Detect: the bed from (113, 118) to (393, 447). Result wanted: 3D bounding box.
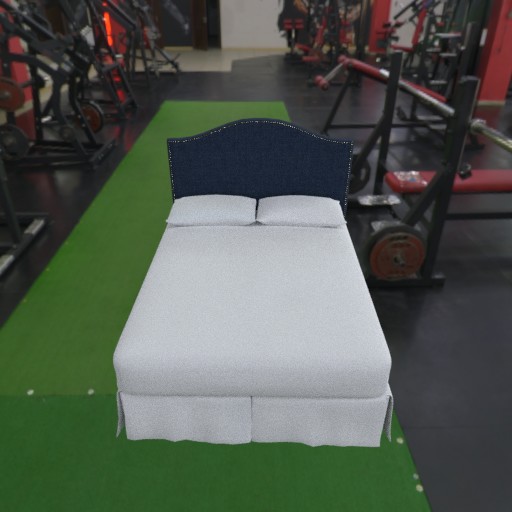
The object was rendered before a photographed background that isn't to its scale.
[{"bbox_3d":[0.000,0.000,3.293,1.725,1.518,2.153,1,31,1],"label":"bed"}]
